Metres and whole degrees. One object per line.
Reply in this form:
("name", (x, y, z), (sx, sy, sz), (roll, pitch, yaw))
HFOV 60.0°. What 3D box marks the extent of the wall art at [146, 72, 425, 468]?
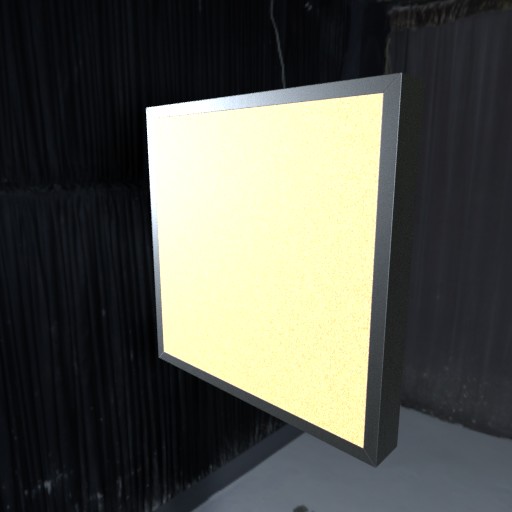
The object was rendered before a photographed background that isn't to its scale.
("wall art", (0.000, 0.000, 0.445), (0.304, 0.304, 0.038), (11, 17, 42))
